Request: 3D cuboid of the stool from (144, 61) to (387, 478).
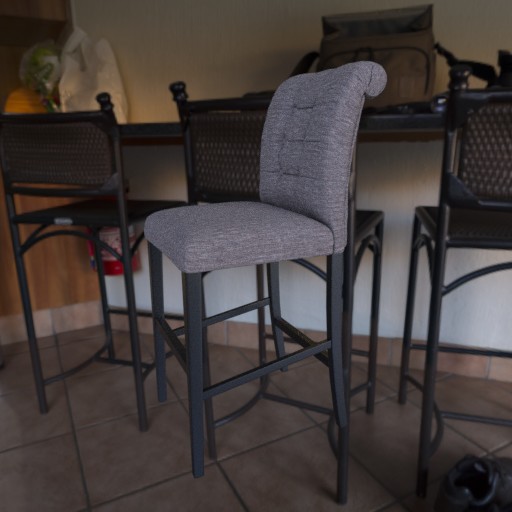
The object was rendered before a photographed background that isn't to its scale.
[{"bbox_3d":[0.000,0.000,1.409,0.613,1.131,0.452,-7,17,-25],"label":"stool"}]
